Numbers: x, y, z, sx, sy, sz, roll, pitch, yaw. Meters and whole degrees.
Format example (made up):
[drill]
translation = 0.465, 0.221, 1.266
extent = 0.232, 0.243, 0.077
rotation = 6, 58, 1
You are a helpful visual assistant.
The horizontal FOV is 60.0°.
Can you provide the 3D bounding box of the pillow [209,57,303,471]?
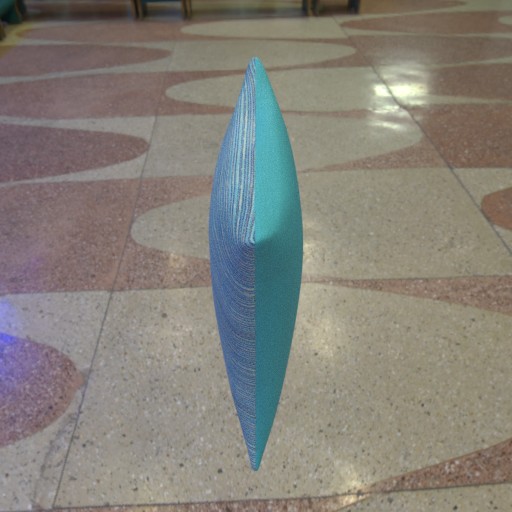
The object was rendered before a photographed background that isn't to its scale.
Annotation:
[pillow]
translation = 0.000, 0.000, 0.758
extent = 0.150, 0.497, 0.514
rotation = 0, 41, 0
